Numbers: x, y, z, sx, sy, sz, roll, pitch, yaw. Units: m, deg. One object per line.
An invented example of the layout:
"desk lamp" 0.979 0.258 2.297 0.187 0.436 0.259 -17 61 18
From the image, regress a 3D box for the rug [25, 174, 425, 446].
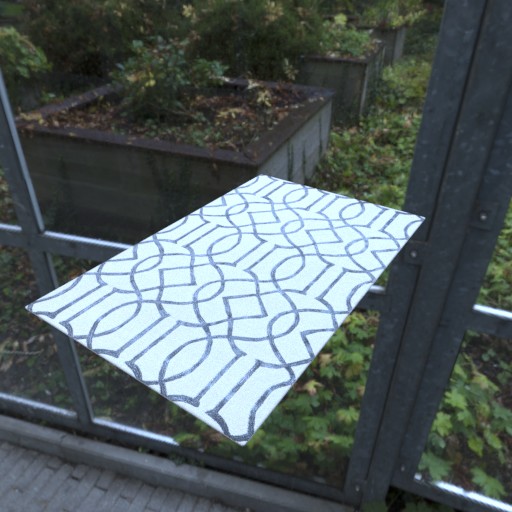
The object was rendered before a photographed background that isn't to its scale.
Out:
"rug" 0.000 0.000 2.938 1.521 0.017 2.365 21 38 29
